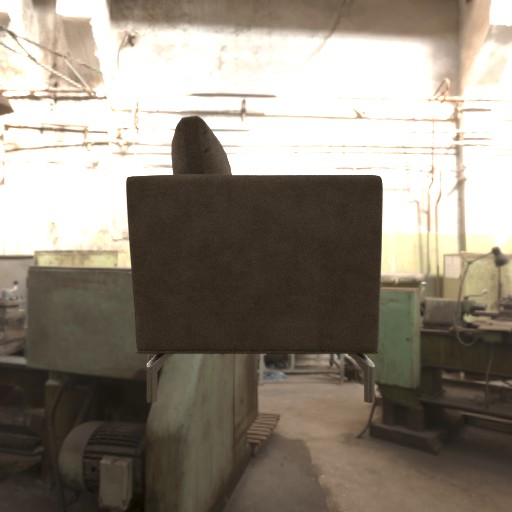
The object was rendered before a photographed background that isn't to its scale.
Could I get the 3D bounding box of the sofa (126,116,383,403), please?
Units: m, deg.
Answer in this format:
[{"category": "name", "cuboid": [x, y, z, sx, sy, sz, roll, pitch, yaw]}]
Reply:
[{"category": "sofa", "cuboid": [0.000, 0.000, 2.338, 0.855, 1.013, 1.832, 0, -1, 0]}]
